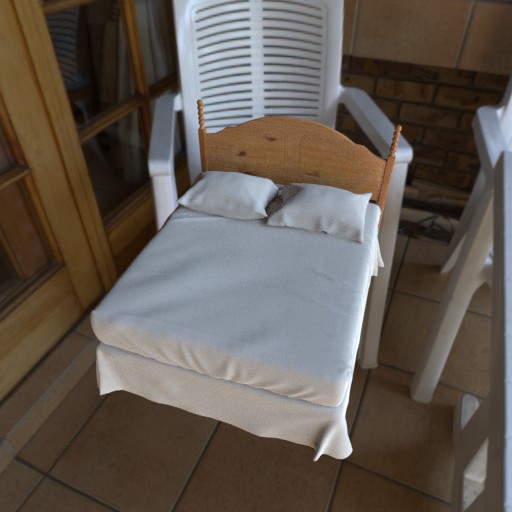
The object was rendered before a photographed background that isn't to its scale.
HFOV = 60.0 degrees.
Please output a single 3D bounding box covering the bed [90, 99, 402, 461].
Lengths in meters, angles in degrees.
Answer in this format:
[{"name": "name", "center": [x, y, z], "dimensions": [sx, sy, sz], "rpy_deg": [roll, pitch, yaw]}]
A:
[{"name": "bed", "center": [0.000, 0.000, 3.196], "dimensions": [1.873, 1.356, 2.040], "rpy_deg": [12, 42, 13]}]
